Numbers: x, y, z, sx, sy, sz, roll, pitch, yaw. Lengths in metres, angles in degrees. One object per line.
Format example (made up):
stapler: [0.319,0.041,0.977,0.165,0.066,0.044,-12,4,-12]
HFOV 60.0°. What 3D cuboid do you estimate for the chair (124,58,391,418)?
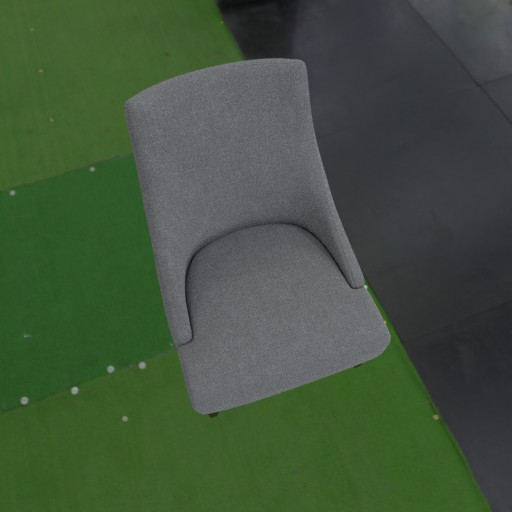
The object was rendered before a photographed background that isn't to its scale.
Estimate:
chair: [0.000,0.000,1.522,0.701,0.909,0.861,-17,64,-8]
